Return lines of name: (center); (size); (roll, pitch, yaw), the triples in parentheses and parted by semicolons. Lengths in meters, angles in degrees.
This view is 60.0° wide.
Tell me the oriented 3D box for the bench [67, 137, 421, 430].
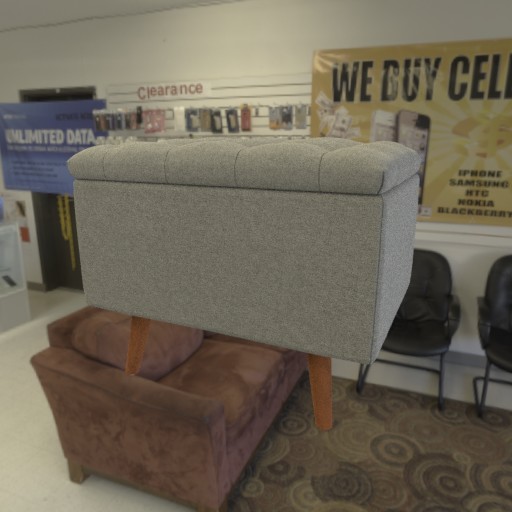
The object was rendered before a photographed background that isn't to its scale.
bench: (0.000, 0.000, 0.908); (0.572, 0.469, 0.417); (7, 17, 25)
